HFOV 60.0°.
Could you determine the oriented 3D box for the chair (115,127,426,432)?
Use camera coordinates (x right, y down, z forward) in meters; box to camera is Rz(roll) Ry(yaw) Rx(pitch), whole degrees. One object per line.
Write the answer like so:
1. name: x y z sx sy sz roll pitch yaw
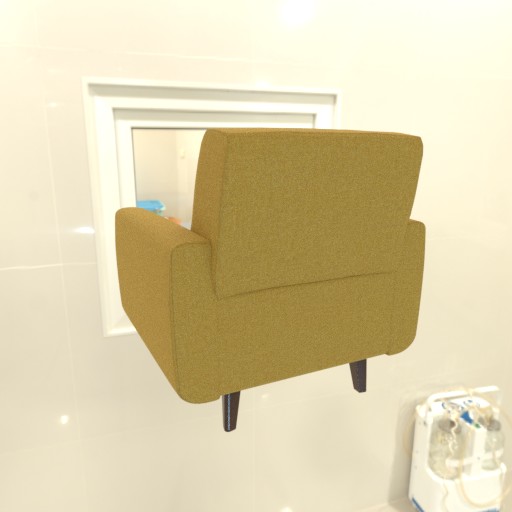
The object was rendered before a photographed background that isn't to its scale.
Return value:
1. chair: 0.000 0.000 1.561 0.831 0.841 0.909 -6 15 -25
